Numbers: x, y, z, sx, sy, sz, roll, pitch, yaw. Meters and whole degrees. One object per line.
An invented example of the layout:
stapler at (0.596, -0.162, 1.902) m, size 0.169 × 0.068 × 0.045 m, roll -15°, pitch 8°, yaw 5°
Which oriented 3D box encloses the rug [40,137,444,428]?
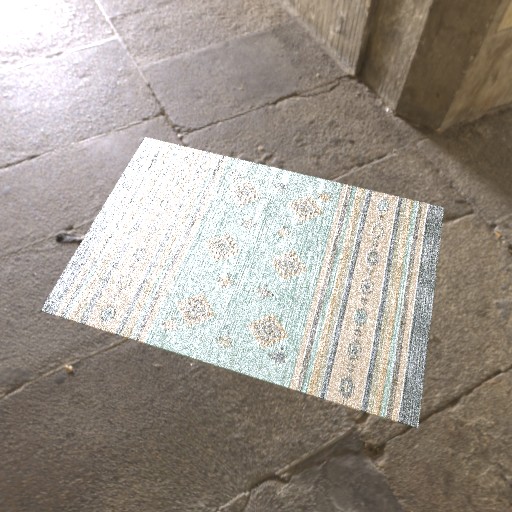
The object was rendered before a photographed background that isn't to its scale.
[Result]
rug at (0.000, 0.000, 2.305) m, size 1.811 × 0.010 × 1.212 m, roll 15°, pitch 61°, yaw 9°
